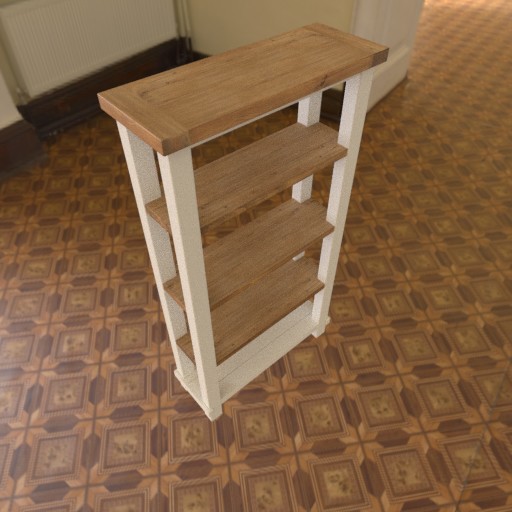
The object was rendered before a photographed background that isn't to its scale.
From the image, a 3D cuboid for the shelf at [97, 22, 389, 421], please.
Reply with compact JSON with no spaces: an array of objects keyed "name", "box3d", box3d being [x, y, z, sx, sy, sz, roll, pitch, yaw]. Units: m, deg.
[{"name":"shelf","box3d":[0.000,0.000,2.225,1.022,1.878,0.381,-32,53,-27]}]
